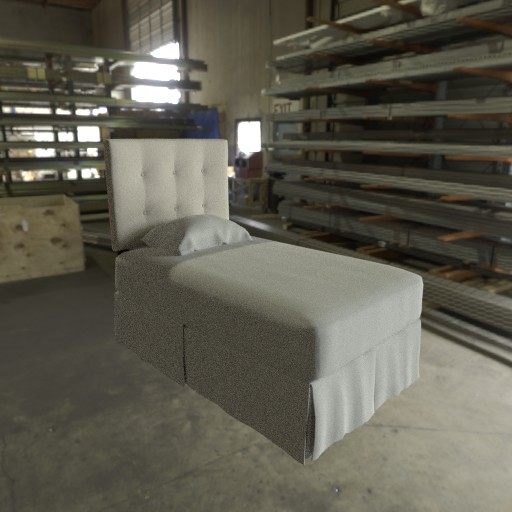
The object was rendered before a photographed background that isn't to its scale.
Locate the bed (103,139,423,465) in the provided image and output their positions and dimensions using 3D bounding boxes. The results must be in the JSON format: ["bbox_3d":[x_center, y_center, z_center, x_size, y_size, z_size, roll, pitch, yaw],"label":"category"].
[{"bbox_3d":[0.000,0.000,3.072,1.997,1.571,1.261,14,20,43],"label":"bed"}]
